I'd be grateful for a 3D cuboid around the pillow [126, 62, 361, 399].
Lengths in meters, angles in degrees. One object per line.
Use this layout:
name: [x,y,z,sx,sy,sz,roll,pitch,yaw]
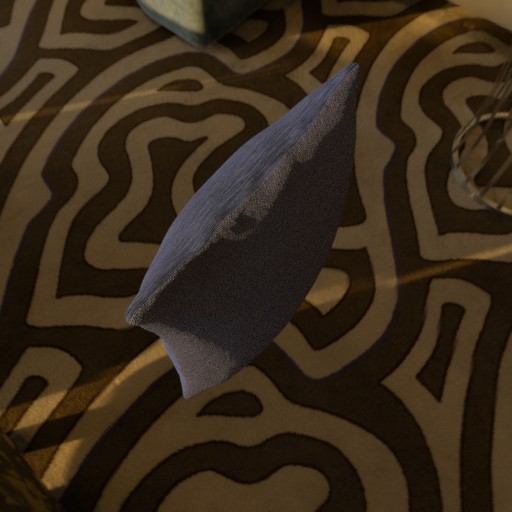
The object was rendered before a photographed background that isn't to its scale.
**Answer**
pillow: [0.000,0.000,0.705,0.204,0.439,0.452,33,68,15]
